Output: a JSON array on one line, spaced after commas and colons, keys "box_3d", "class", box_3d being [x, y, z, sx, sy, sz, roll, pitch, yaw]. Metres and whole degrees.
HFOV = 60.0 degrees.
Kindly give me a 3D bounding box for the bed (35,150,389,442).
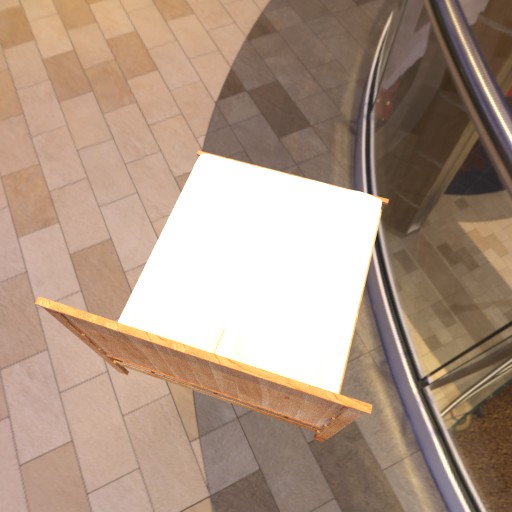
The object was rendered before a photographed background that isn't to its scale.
[{"box_3d": [0.000, 0.000, 4.159, 2.225, 1.938, 2.530, 16, 63, 8], "class": "bed"}]
